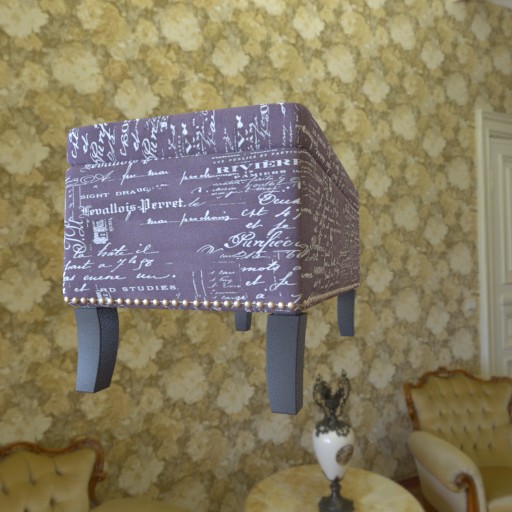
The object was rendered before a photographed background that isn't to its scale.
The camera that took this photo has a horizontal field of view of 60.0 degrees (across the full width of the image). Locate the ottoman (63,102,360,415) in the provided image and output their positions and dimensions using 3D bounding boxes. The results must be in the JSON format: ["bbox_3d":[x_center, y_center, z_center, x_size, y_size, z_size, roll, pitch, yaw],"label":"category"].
[{"bbox_3d":[0.000,0.000,1.030,0.406,0.457,0.813,0,-2,18],"label":"ottoman"}]
